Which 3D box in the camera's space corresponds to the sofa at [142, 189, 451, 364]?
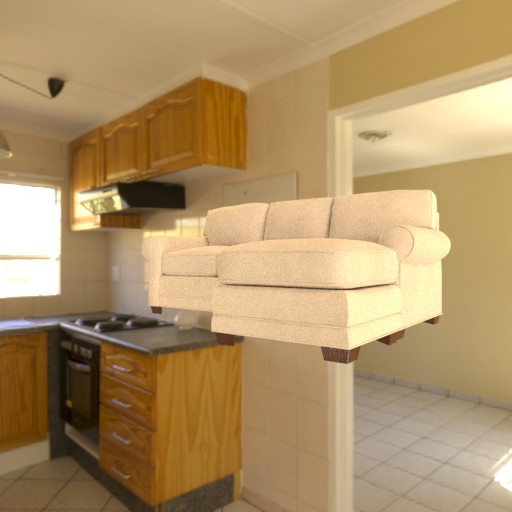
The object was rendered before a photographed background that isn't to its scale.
[{"bbox_3d":[0.000,0.000,2.435,1.770,0.734,1.226,0,0,37],"label":"sofa"}]
